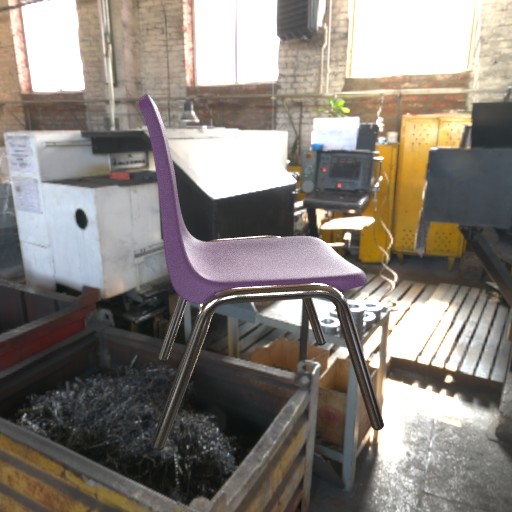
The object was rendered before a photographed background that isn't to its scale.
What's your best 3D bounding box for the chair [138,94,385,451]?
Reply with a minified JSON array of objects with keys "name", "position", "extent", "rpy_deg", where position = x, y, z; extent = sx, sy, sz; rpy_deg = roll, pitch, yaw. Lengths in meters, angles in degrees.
[{"name":"chair","position":[0.000,0.000,0.858],"extent":[0.419,0.584,0.356],"rpy_deg":[-3,16,-10]}]
